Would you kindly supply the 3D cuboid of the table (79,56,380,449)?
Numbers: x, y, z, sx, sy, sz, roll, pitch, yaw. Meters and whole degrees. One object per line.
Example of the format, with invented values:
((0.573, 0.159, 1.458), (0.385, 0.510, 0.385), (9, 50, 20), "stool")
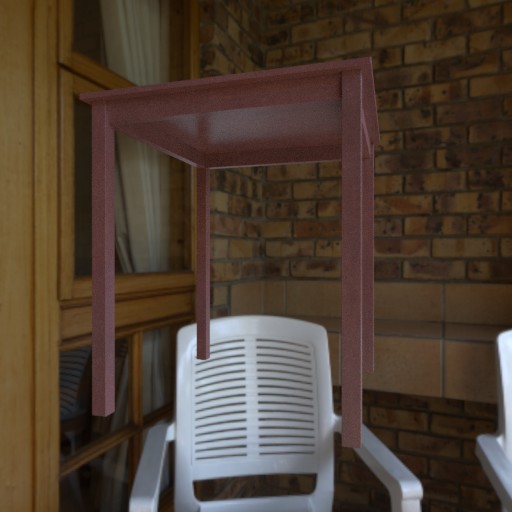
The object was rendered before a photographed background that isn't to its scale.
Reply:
((0.000, 0.000, 1.637), (0.861, 0.991, 0.861), (0, 0, 17), "table")
